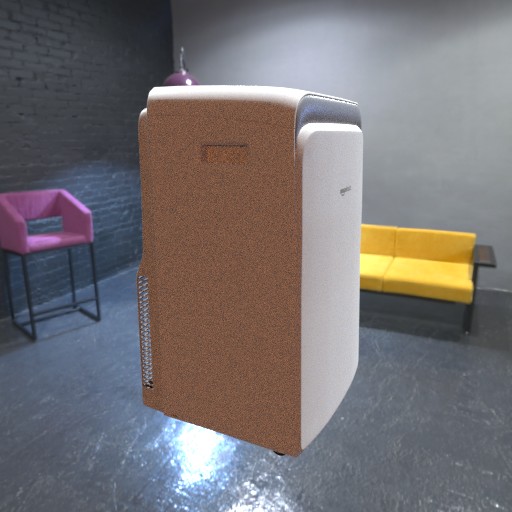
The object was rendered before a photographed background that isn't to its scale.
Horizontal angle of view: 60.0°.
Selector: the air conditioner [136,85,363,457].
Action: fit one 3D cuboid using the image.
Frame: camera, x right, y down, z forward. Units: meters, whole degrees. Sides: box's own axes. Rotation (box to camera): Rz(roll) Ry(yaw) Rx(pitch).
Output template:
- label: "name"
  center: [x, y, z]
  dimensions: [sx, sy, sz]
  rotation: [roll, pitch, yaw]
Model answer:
- label: "air conditioner"
  center: [0.000, 0.000, 1.087]
  dimensions: [0.467, 0.765, 0.478]
  rotation: [8, 17, 27]
